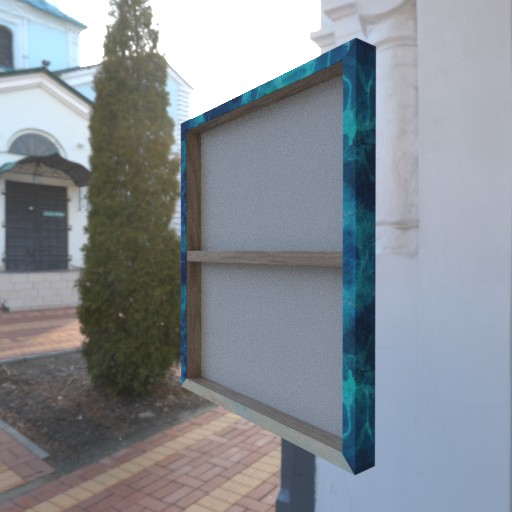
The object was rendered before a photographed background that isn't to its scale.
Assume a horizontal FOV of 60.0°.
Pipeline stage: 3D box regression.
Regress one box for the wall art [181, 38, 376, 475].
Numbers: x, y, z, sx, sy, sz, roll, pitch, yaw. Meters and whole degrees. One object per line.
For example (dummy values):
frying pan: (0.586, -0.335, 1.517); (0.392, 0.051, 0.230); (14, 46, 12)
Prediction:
wall art: (0.000, 0.000, 0.697); (0.038, 0.508, 0.432); (0, 1, -37)
